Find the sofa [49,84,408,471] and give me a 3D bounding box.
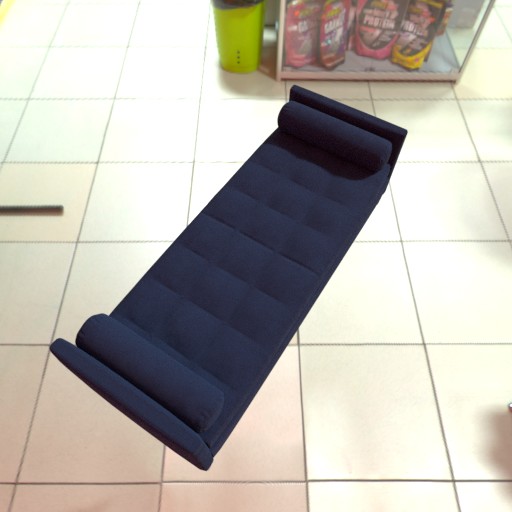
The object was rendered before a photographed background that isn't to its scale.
[{"bbox_3d":[0.000,0.000,2.495,0.797,0.657,2.102,29,62,17],"label":"sofa"}]
